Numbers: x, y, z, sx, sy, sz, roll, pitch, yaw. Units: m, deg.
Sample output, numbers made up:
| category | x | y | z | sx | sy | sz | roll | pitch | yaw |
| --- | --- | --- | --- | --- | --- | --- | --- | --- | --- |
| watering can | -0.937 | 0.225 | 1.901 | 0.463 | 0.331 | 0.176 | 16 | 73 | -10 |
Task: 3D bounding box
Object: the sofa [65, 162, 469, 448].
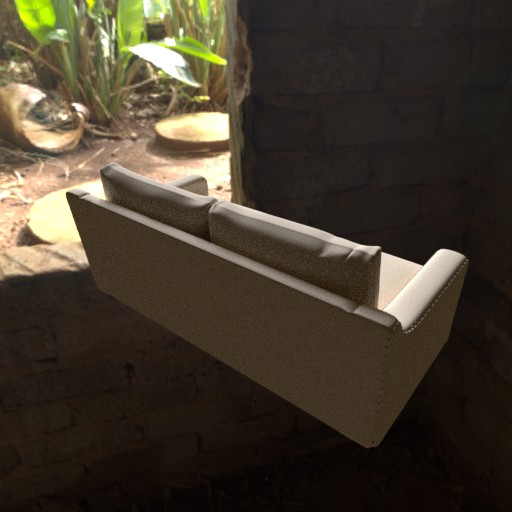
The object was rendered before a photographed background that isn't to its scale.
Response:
| category | x | y | z | sx | sy | sz | roll | pitch | yaw |
| --- | --- | --- | --- | --- | --- | --- | --- | --- | --- |
| sofa | 0.000 | 0.000 | 2.276 | 1.812 | 0.830 | 0.949 | 22 | 36 | 33 |
